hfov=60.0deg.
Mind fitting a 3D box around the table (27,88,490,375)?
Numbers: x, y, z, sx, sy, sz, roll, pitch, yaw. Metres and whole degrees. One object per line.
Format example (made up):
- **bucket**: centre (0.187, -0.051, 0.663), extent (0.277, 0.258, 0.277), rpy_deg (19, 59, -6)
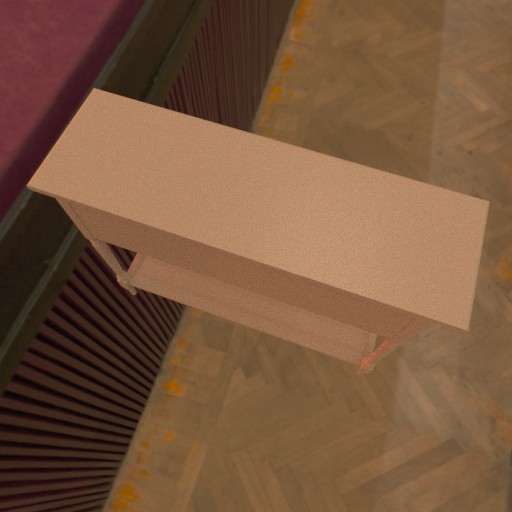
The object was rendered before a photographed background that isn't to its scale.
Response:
- **table**: centre (0.000, 0.000, 1.560), extent (1.197, 0.808, 0.384), rpy_deg (18, 66, 8)
